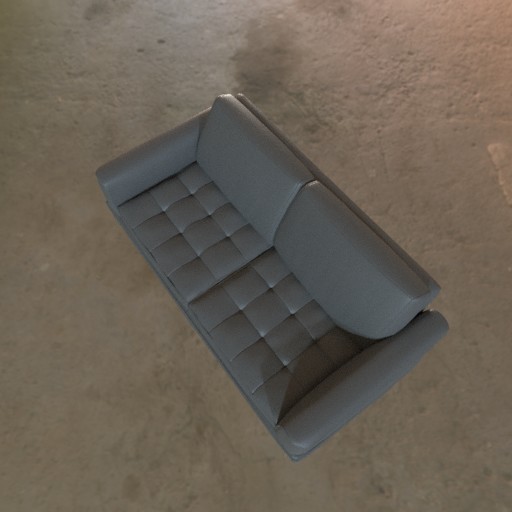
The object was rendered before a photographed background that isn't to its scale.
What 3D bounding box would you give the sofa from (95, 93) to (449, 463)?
[{"bbox_3d":[0.000,0.000,2.763,1.121,0.930,2.177,-34,67,-16],"label":"sofa"}]
